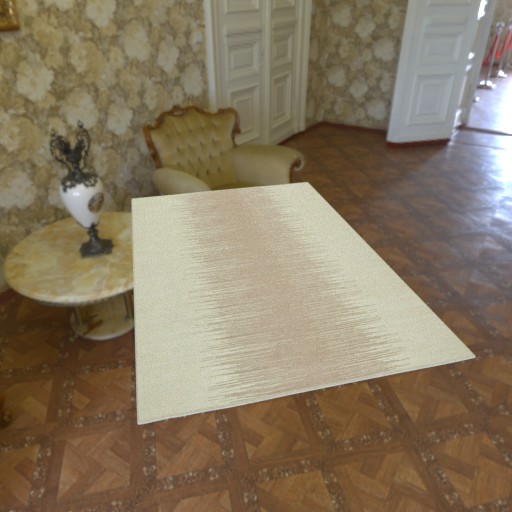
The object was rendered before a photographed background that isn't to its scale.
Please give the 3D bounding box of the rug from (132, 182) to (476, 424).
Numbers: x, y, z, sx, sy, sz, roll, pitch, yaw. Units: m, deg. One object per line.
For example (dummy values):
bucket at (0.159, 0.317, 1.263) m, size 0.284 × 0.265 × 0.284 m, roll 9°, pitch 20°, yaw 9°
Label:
rug at (0.000, 0.000, 2.294) m, size 1.234 × 0.006 × 1.850 m, roll -7°, pitch 31°, yaw -12°
